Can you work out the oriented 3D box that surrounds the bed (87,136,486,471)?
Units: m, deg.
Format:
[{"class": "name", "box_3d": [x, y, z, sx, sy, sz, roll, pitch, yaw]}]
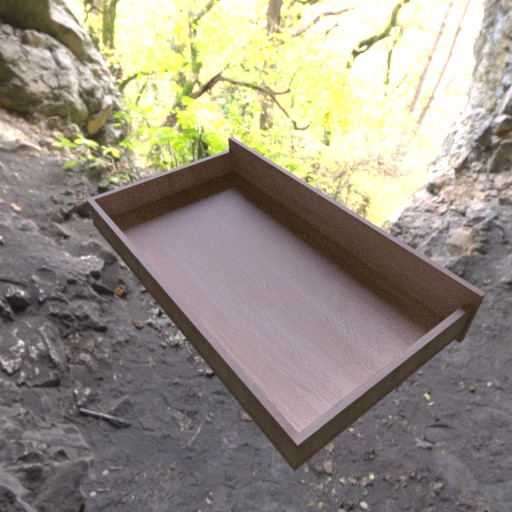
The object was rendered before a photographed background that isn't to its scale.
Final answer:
[{"class": "bed", "box_3d": [0.000, 0.000, 1.484, 0.685, 0.209, 1.200, -27, 47, -27]}]
